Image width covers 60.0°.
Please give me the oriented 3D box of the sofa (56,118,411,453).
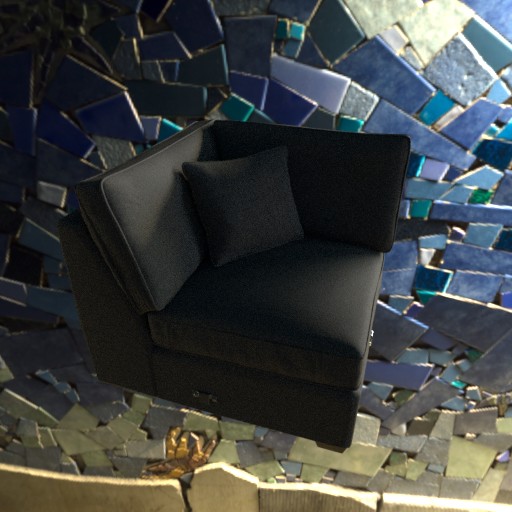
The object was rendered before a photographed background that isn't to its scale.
[{"bbox_3d":[0.000,0.000,1.956,1.146,1.002,1.084,9,32,15],"label":"sofa"}]
